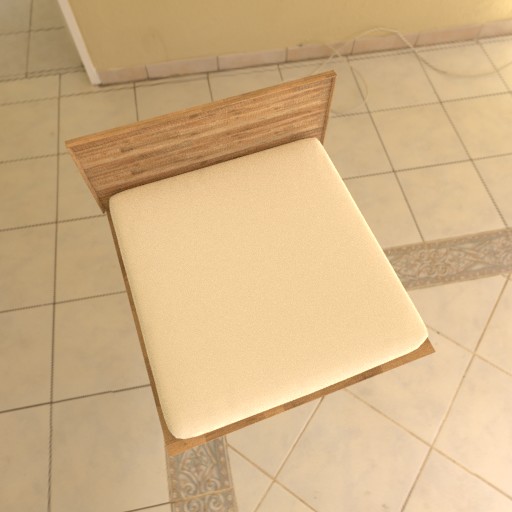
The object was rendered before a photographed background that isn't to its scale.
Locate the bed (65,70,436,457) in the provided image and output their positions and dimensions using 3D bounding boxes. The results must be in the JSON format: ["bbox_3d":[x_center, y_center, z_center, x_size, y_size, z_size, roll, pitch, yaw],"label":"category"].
[{"bbox_3d":[0.000,0.000,3.358,2.116,1.100,2.167,-18,64,-9],"label":"bed"}]
